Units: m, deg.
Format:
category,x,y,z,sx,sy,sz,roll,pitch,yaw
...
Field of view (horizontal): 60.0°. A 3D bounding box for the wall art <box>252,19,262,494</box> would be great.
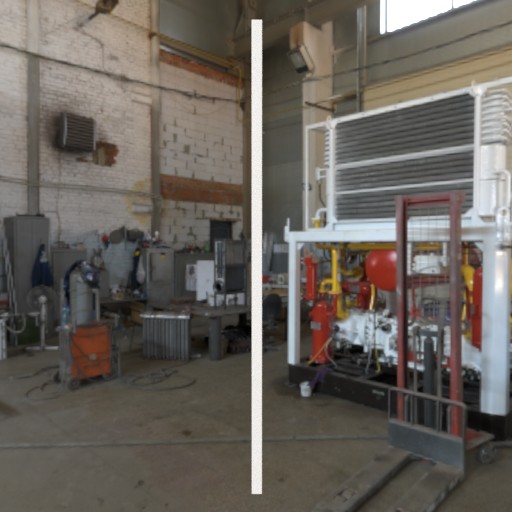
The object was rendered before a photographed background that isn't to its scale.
category,x,y,z,sx,sy,sz,roll,pitch,yaw
wall art,0.000,0.000,0.605,0.010,0.474,0.325,0,1,0
